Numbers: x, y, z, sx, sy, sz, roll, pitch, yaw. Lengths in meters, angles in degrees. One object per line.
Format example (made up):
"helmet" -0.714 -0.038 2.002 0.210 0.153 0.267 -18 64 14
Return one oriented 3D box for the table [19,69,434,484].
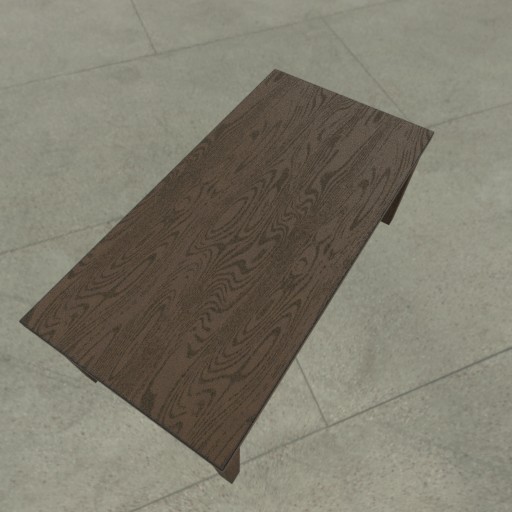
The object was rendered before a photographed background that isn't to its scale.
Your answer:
"table" 0.000 0.000 2.417 1.016 0.762 1.981 29 62 17
